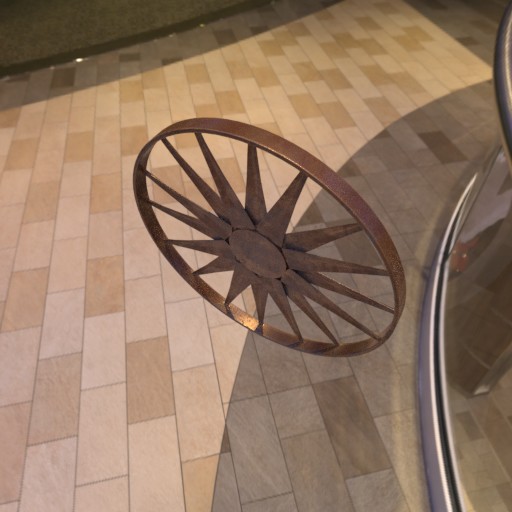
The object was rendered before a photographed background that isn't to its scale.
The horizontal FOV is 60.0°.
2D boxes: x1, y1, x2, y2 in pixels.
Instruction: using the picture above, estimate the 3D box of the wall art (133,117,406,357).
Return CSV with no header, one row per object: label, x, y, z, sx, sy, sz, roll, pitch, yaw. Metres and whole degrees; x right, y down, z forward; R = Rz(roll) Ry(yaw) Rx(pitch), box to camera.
wall art,0.000,0.000,0.873,0.582,0.583,0.084,24,51,21
